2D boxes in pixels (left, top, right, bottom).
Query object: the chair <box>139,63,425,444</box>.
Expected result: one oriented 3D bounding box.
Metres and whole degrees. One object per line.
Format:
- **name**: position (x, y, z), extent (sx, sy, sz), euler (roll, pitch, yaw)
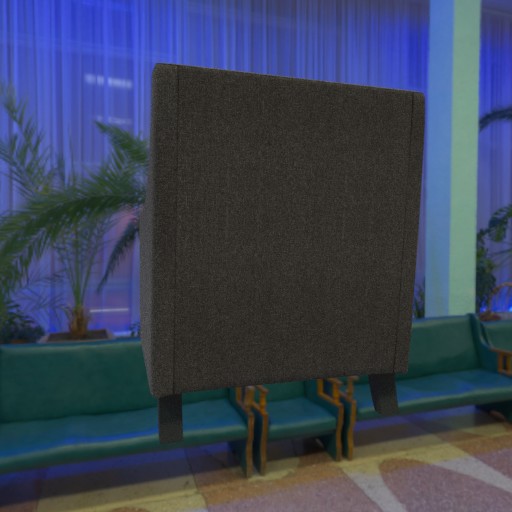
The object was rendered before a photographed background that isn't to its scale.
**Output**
- **chair**: position (0.000, 0.000, 1.576), extent (0.776, 0.967, 0.884), euler (-1, 2, -17)
